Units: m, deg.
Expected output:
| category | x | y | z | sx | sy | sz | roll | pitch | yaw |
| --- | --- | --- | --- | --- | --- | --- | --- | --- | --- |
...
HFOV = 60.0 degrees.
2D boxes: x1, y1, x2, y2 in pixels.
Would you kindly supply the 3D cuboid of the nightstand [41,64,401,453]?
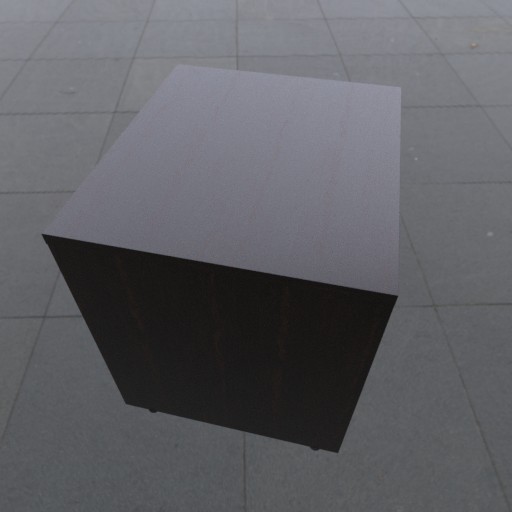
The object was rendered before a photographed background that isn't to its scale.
| category | x | y | z | sx | sy | sz | roll | pitch | yaw |
| --- | --- | --- | --- | --- | --- | --- | --- | --- | --- |
| nightstand | 0.000 | 0.000 | 0.849 | 0.427 | 0.487 | 0.489 | 10 | 48 | 9 |
